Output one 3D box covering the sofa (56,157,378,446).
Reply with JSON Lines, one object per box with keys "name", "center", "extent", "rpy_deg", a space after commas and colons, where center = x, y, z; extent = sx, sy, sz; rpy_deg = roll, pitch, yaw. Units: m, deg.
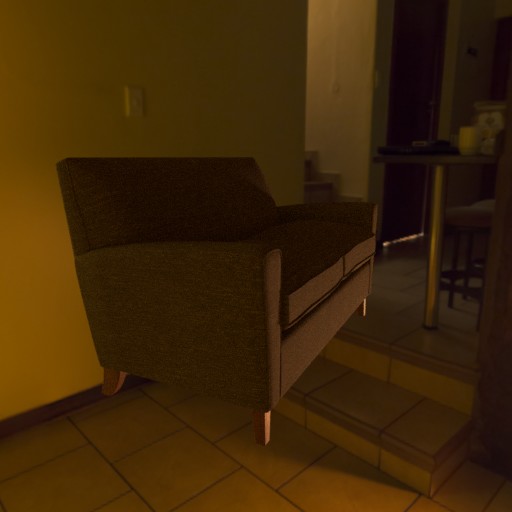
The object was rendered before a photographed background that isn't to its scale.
{"name": "sofa", "center": [0.000, 0.000, 2.084], "extent": [0.867, 0.905, 1.509], "rpy_deg": [6, 14, 26]}
